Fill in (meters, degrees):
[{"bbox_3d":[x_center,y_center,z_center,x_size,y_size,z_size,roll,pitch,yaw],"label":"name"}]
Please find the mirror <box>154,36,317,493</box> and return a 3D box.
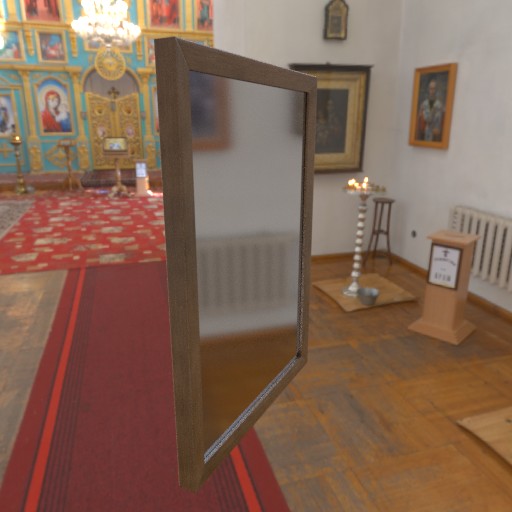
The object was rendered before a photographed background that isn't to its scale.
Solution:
[{"bbox_3d":[0.000,0.000,0.882,0.040,0.710,0.507,8,18,27],"label":"mirror"}]
